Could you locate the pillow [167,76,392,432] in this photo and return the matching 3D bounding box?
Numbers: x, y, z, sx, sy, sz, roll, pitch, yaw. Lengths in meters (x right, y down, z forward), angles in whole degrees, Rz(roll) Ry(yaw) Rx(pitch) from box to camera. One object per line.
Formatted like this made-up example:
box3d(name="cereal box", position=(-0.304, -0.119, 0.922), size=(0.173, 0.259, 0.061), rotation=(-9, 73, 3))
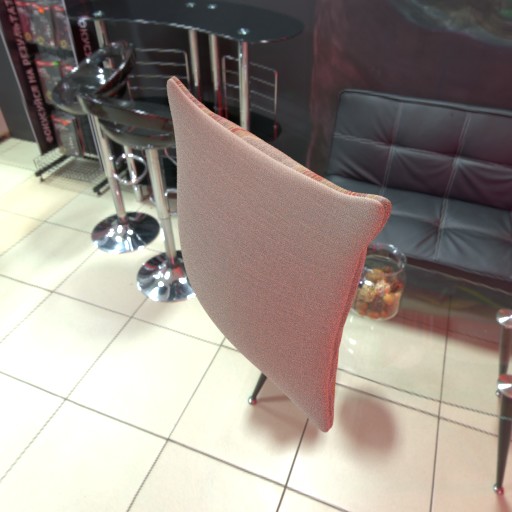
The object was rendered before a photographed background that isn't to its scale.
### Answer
box3d(name="pillow", position=(0.000, 0.000, 0.705), size=(0.191, 0.449, 0.451), rotation=(-25, 46, -26))
